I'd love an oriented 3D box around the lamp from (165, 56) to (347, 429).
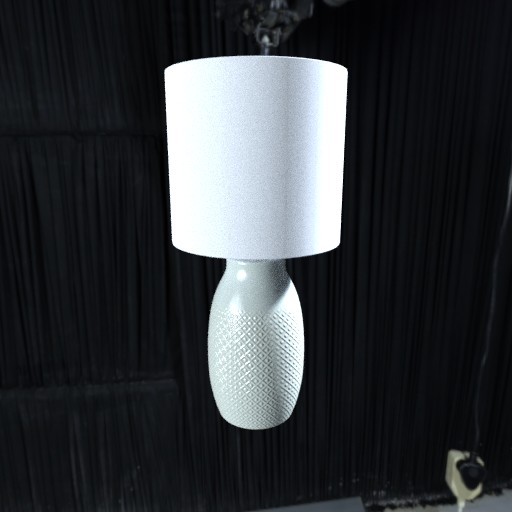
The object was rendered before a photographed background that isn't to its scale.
[{"bbox_3d":[0.000,0.000,0.589,0.217,0.453,0.217,-2,14,-8],"label":"lamp"}]
